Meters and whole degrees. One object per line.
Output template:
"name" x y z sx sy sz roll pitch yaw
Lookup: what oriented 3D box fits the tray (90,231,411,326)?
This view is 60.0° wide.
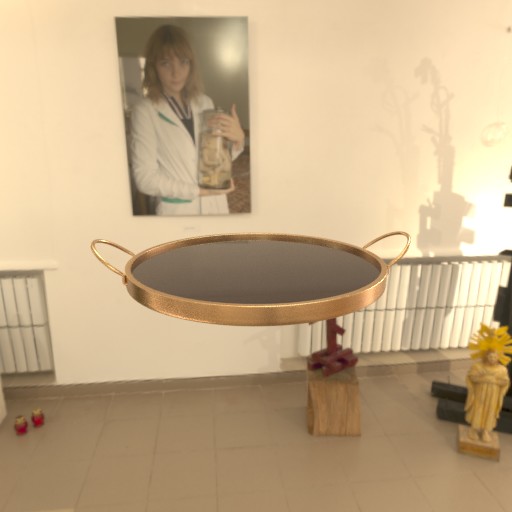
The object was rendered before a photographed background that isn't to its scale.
"tray" 0.000 0.000 0.766 0.543 0.069 0.438 -2 15 -7
